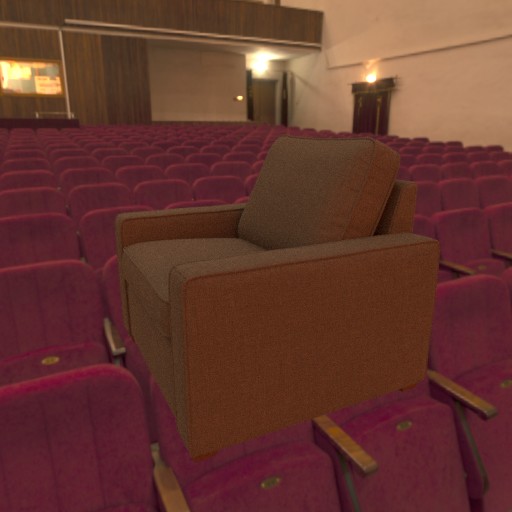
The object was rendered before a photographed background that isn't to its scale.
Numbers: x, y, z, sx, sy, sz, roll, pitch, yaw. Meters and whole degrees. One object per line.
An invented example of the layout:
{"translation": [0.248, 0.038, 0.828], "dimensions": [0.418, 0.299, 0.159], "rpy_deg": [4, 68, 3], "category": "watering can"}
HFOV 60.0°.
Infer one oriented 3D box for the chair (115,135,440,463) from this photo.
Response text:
{"translation": [0.000, 0.000, 1.761], "dimensions": [0.940, 0.919, 1.017], "rpy_deg": [-8, 18, -26], "category": "chair"}
